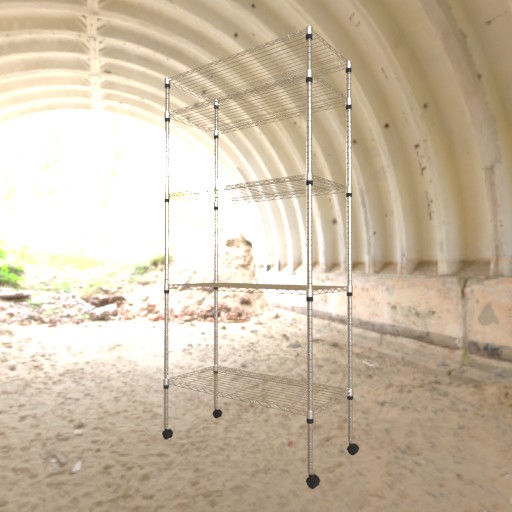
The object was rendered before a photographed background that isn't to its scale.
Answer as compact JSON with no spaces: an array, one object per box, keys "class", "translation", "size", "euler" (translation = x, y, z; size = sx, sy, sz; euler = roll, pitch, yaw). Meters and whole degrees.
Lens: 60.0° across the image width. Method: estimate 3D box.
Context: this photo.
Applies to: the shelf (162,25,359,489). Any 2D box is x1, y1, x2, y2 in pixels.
[{"class":"shelf","translation":[0.000,0.000,1.869],"size":[0.762,1.587,0.356],"euler":[-1,-1,36]}]
